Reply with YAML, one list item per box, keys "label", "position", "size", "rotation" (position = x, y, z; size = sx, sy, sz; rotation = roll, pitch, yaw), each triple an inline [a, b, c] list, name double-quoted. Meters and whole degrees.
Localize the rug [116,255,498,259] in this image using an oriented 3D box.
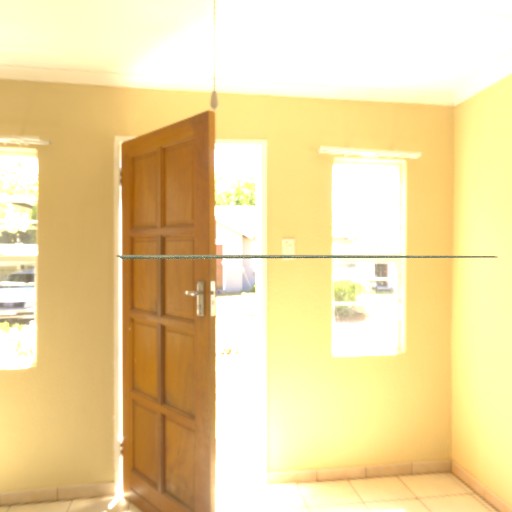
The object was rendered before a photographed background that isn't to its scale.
- label: "rug"
  position: [0.000, 0.000, 3.946]
  size: [2.363, 0.012, 2.980]
  rotation: [0, 0, -18]
